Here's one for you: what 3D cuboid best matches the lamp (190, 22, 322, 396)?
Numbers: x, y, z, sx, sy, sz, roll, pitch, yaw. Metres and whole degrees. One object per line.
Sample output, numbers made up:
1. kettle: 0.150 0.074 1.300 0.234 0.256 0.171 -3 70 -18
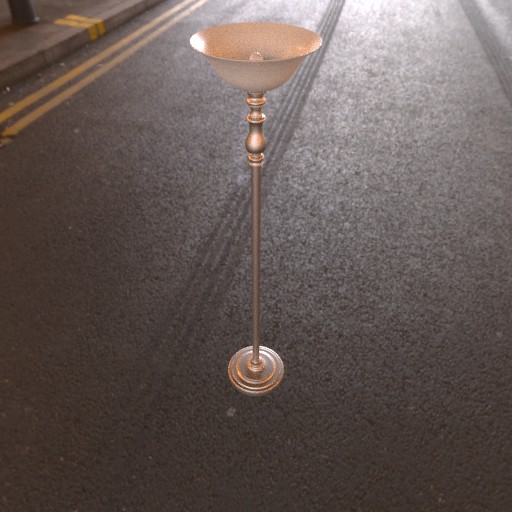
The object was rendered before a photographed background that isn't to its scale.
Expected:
1. lamp: 0.000 0.000 1.945 0.405 1.771 0.405 -26 48 -27
